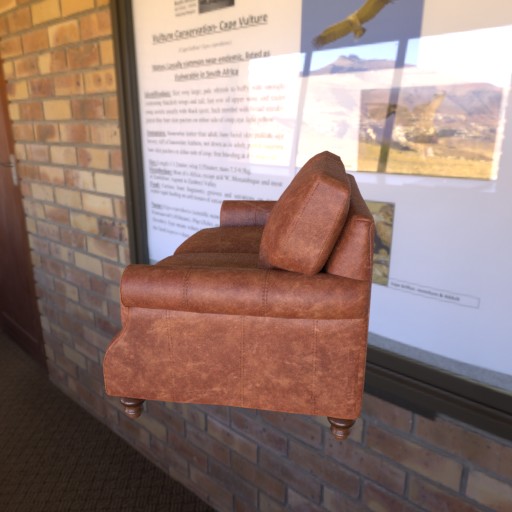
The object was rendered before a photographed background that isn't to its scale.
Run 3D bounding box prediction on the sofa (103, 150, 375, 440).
[{"bbox_3d":[0.000,0.000,2.201,0.990,0.967,1.616,3,16,9],"label":"sofa"}]
